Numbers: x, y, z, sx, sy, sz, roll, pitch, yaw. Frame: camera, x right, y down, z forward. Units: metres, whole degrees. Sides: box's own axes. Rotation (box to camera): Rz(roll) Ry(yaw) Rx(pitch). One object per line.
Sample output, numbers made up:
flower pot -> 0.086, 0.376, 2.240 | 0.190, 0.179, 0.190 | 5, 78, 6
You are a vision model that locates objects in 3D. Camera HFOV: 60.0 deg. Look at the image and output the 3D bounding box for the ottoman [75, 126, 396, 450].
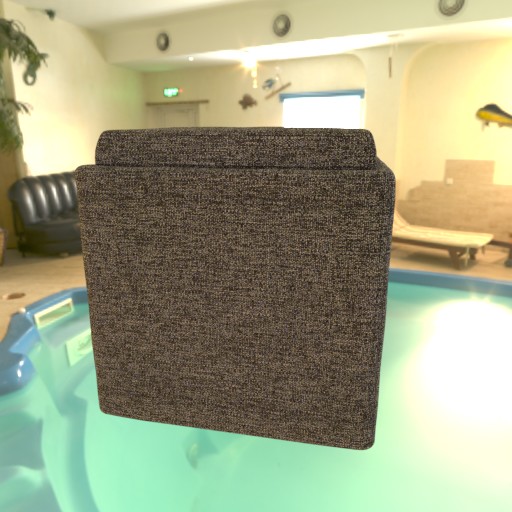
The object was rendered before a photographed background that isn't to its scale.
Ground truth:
ottoman -> 0.000, 0.000, 0.830 | 0.450, 0.463, 0.450 | 3, 16, 12
